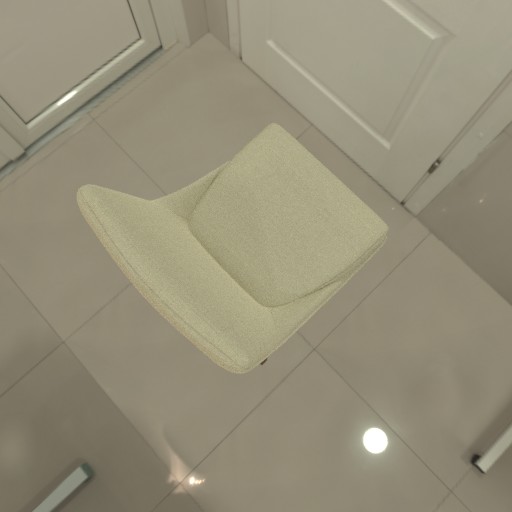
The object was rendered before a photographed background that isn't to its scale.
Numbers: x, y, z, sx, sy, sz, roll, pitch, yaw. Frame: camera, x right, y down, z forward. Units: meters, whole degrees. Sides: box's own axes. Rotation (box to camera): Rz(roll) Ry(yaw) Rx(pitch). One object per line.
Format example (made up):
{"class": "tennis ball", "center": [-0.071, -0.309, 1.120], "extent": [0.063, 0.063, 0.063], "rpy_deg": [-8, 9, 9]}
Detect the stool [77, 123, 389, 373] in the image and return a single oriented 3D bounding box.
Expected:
{"class": "stool", "center": [0.000, 0.000, 1.280], "extent": [0.559, 0.991, 0.469], "rpy_deg": [-43, 79, -10]}
